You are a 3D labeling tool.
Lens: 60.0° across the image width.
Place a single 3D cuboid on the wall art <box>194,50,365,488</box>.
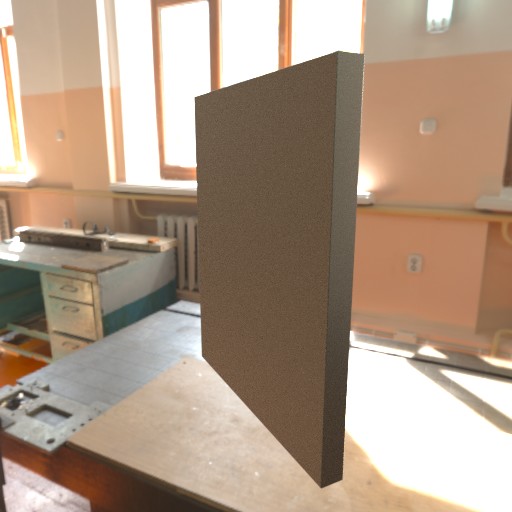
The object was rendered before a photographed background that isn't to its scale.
[{"bbox_3d":[0.000,0.000,0.741,0.038,0.549,0.452,-7,15,-27],"label":"wall art"}]
